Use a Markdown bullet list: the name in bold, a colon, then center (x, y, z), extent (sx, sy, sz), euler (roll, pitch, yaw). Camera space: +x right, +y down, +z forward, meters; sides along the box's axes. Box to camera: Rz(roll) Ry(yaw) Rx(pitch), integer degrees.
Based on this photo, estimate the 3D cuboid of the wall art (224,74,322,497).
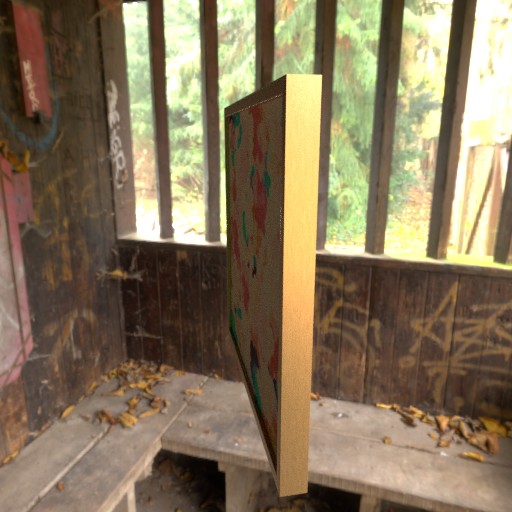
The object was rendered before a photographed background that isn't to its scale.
- **wall art**: center (0.000, 0.000, 0.752), extent (0.037, 0.509, 0.510), euler (-3, 15, -11)
